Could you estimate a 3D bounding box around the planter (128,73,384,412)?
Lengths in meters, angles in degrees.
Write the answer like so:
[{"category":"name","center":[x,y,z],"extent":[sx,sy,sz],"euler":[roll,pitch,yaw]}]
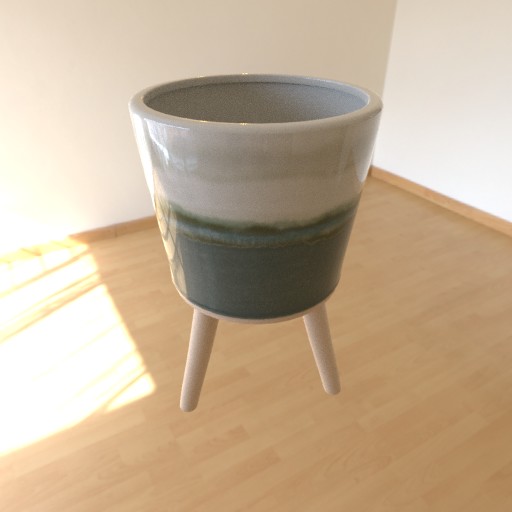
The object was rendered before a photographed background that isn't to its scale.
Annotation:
[{"category":"planter","center":[0.000,0.000,0.471],"extent":[0.217,0.331,0.217],"euler":[20,37,29]}]
